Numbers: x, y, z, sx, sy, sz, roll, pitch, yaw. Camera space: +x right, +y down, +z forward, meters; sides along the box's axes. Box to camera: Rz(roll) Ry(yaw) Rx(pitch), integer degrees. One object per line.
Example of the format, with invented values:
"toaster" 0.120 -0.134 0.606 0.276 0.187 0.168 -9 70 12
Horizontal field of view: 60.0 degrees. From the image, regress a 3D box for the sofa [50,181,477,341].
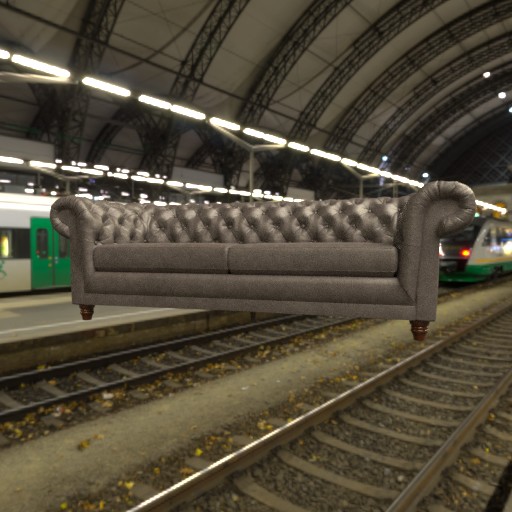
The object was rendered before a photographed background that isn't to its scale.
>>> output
"sofa" 0.000 0.000 2.787 2.385 0.783 0.944 0 1 18
